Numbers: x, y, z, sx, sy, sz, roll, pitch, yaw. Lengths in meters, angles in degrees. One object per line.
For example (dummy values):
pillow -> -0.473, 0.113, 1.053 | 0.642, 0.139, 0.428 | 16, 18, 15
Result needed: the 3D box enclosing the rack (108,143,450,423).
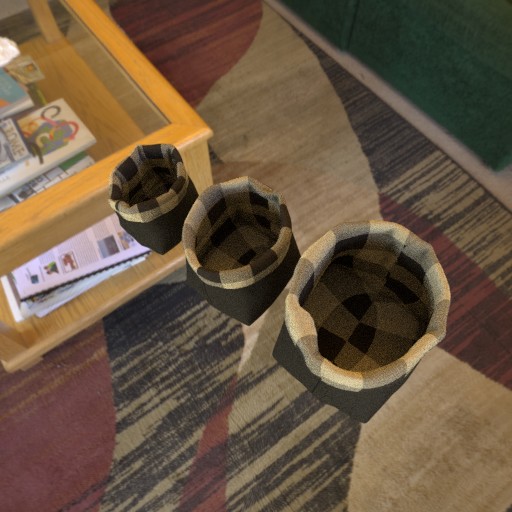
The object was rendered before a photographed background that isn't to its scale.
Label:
rack -> 0.000, 0.000, 1.074 | 0.889, 0.329, 0.370 | 33, 68, 16
